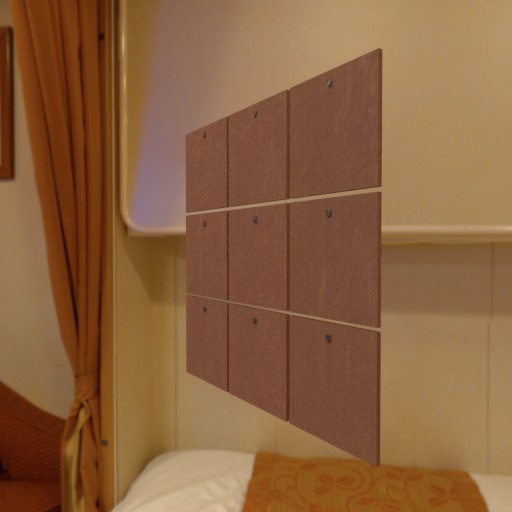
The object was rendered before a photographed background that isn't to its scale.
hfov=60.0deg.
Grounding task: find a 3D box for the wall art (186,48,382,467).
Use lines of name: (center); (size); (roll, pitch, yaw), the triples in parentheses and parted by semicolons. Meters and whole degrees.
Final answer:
wall art: (0.000, 0.000, 1.337); (0.018, 0.913, 0.915); (-1, 1, -36)
